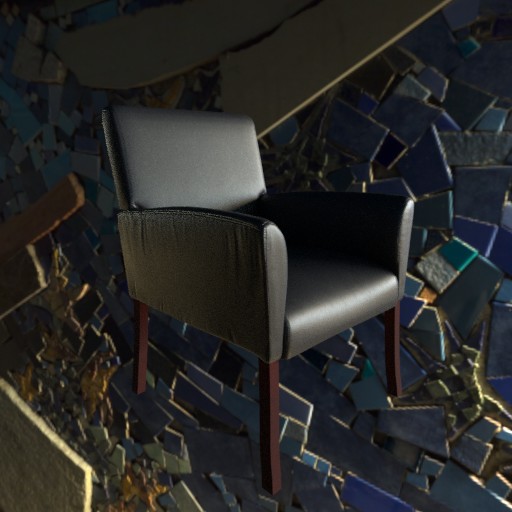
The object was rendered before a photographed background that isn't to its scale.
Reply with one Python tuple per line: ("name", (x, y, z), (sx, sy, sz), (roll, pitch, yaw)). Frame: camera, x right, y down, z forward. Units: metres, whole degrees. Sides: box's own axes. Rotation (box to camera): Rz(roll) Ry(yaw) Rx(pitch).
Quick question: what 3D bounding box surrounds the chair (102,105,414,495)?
("chair", (0.000, 0.000, 1.452), (0.683, 0.951, 0.772), (-13, 19, -43))
